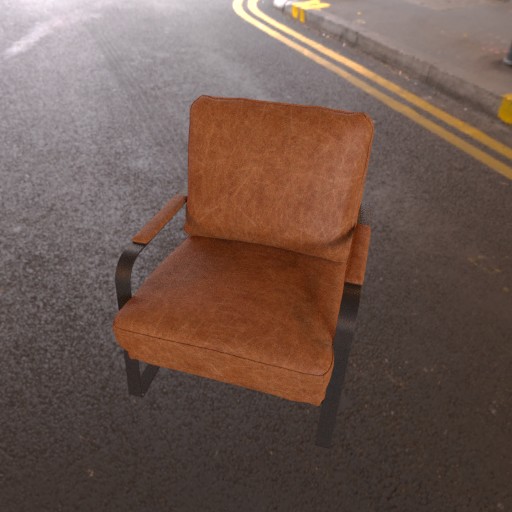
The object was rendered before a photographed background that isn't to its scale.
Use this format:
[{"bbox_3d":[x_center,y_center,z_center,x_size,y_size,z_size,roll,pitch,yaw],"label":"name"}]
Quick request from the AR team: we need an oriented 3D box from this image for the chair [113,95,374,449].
[{"bbox_3d":[0.000,0.000,1.365,0.651,0.777,0.801,11,41,12],"label":"chair"}]
